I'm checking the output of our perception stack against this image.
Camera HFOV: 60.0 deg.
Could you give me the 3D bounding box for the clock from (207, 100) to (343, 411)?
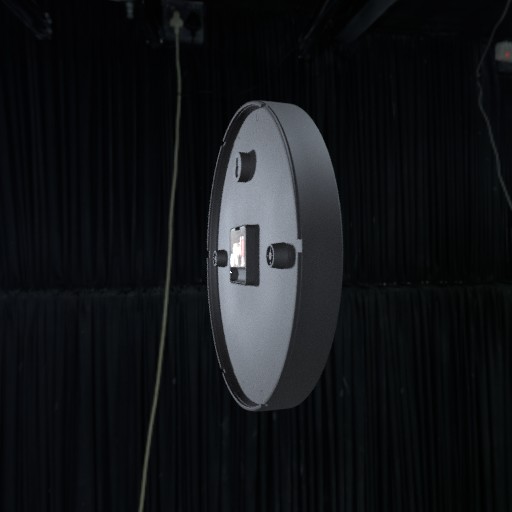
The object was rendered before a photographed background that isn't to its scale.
[{"bbox_3d":[0.000,0.000,0.444,0.040,0.293,0.293,0,-1,-18],"label":"clock"}]
